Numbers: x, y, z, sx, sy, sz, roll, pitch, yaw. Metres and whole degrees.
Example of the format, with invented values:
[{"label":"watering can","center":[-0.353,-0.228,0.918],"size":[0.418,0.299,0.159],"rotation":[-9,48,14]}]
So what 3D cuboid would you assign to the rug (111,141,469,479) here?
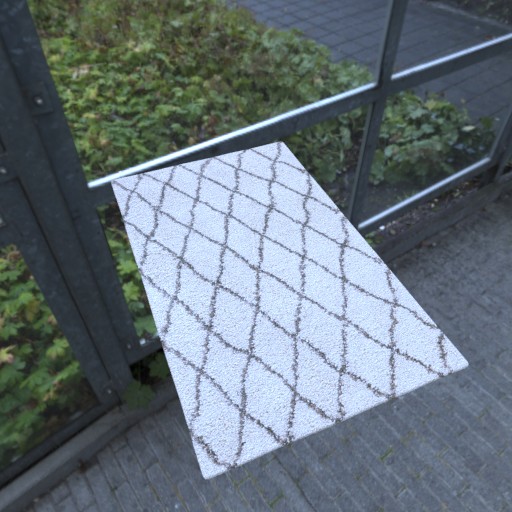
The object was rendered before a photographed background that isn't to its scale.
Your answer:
[{"label":"rug","center":[0.000,0.000,3.000],"size":[1.524,0.030,2.438],"rotation":[-17,49,-15]}]
